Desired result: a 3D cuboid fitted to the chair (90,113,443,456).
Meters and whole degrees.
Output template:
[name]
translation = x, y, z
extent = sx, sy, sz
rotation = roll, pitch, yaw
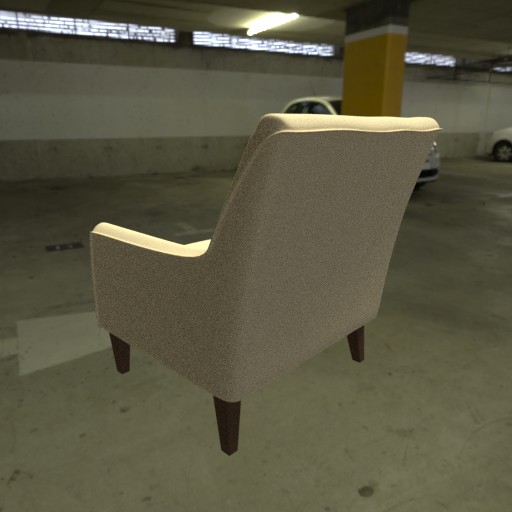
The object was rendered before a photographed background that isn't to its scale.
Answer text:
[chair]
translation = 0.000, 0.000, 1.535
extent = 0.899, 0.919, 0.780
rotation = 15, 22, 41
